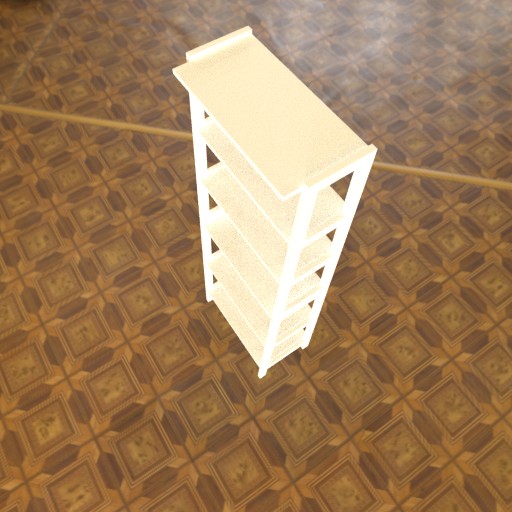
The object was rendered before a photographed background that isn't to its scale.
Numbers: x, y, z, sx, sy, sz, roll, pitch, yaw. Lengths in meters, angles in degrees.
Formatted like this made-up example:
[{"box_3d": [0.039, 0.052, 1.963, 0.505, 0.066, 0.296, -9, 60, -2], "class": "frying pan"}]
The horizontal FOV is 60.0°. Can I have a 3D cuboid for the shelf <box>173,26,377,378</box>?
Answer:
[{"box_3d": [0.000, 0.000, 2.153, 0.381, 1.892, 0.660, -31, 66, -15], "class": "shelf"}]
